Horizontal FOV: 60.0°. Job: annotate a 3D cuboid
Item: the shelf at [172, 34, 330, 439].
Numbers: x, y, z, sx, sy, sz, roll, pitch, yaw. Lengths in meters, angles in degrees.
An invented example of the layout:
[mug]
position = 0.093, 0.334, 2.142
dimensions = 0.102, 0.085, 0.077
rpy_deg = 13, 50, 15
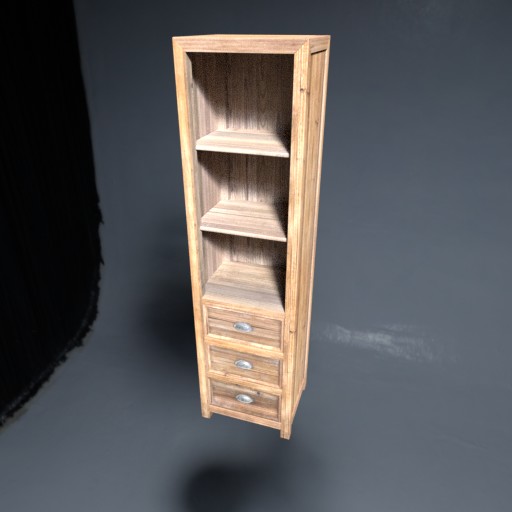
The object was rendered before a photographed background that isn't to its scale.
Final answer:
[shelf]
position = 0.000, 0.000, 2.138
dimensions = 0.500, 1.900, 0.428
rpy_deg = 9, 29, 16
